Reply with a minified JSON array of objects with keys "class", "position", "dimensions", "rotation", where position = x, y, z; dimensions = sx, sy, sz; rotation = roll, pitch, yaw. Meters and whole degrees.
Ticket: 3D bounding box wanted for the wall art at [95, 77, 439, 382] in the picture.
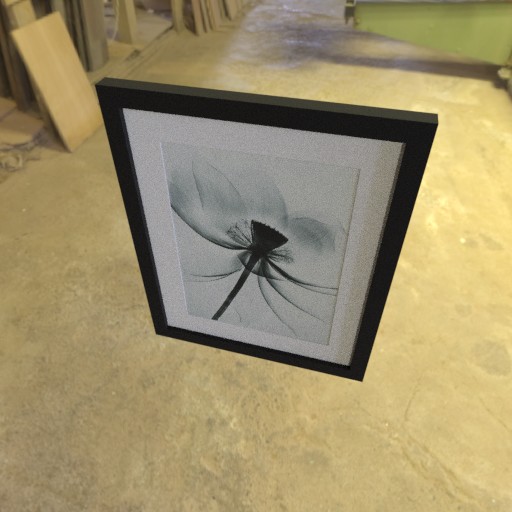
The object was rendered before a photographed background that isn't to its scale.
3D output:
[{"class":"wall art","position":[0.000,0.000,0.769],"dimensions":[0.457,0.559,0.029],"rotation":[10,43,11]}]
